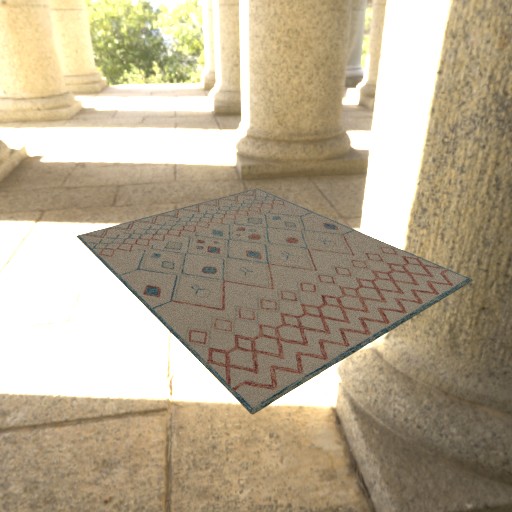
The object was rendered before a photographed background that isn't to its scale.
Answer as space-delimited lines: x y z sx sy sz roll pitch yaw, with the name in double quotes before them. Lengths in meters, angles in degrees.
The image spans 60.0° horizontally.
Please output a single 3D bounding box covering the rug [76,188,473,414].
"rug" 0.000 0.000 4.272 2.441 0.016 3.050 -20 34 -33
